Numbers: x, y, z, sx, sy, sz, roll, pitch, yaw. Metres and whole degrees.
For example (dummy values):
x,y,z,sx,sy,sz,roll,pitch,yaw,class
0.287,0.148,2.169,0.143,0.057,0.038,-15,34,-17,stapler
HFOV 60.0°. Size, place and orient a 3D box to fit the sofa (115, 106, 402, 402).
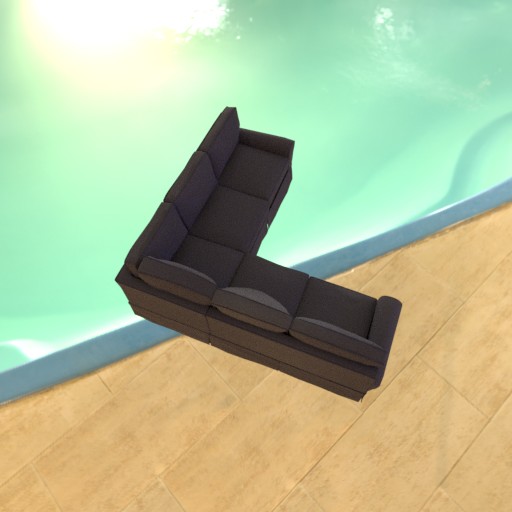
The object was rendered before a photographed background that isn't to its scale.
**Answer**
x,y,z,sx,sy,sz,roll,pitch,yaw,class
0.000,0.000,5.021,2.874,1.169,3.773,-33,64,-18,sofa
